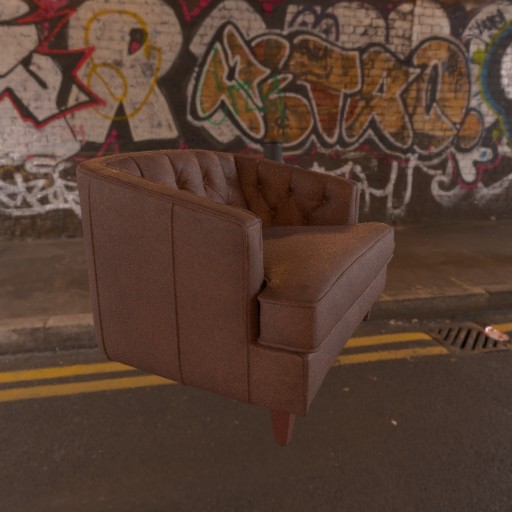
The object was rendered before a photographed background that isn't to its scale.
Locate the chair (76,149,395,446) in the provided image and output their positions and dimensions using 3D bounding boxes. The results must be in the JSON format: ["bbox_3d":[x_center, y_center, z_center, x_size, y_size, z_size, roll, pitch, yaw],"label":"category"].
[{"bbox_3d":[0.000,0.000,1.715,0.914,0.787,1.118,8,17,26],"label":"chair"}]
